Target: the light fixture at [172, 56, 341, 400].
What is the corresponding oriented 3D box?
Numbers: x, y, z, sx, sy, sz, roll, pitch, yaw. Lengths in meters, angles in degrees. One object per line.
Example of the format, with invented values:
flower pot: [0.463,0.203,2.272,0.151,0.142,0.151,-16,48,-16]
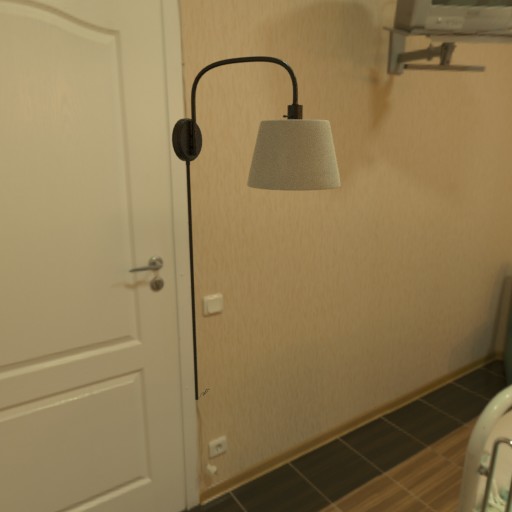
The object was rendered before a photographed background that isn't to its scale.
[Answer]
light fixture: [0.000,0.000,0.479,0.176,0.399,0.092,7,16,26]
